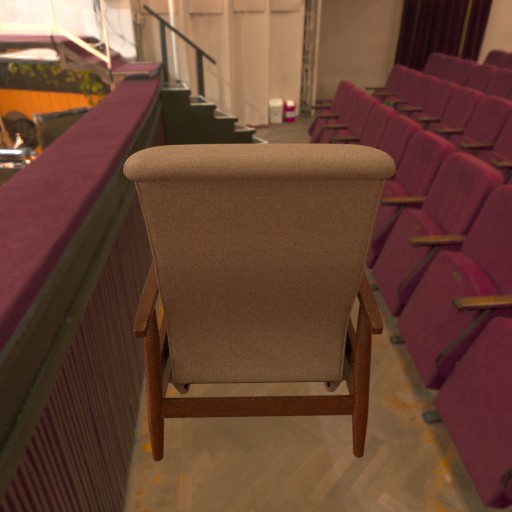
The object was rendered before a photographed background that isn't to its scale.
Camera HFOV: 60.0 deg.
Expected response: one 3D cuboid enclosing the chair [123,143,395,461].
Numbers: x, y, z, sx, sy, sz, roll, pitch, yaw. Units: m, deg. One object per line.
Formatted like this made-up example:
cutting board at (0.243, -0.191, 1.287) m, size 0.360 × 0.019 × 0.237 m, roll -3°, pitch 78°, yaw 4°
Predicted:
chair at (0.000, 0.000, 1.697) m, size 0.762 × 1.082 × 1.030 m, roll -1°, pitch 29°, yaw -1°
